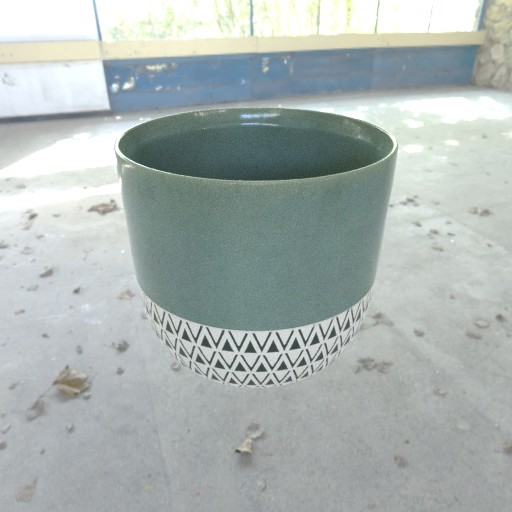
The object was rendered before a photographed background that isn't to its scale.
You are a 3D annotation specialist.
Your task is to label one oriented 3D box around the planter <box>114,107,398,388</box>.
[{"bbox_3d":[0.000,0.000,0.495,0.266,0.270,0.266,0,30,0],"label":"planter"}]
